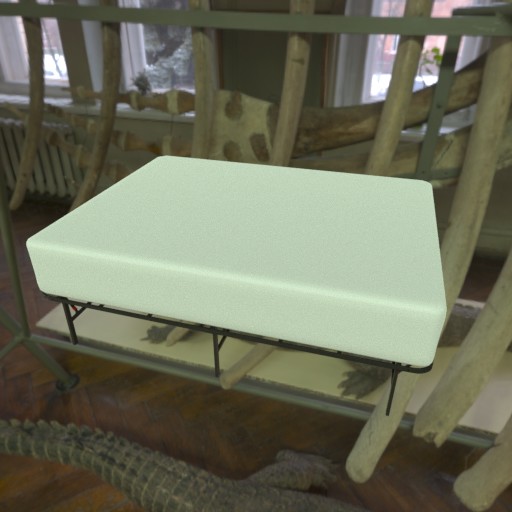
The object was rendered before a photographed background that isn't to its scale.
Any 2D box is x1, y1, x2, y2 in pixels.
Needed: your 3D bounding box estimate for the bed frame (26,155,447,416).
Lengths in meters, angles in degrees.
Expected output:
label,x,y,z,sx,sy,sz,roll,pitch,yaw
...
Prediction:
label,x,y,z,sx,sy,sz,roll,pitch,yaw
bed frame,0.000,0.000,2.772,2.037,0.677,1.528,9,31,14
